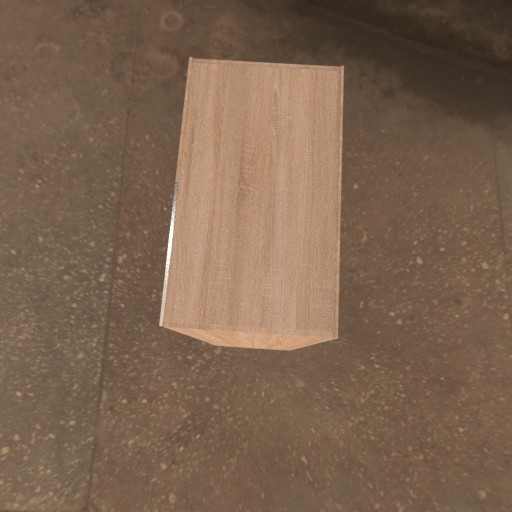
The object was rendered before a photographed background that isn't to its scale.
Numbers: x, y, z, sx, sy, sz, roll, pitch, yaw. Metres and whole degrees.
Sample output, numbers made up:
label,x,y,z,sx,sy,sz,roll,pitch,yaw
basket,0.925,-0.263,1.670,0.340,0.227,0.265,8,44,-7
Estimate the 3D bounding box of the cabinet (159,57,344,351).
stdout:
label,x,y,z,sx,sy,sz,roll,pitch,yaw
cabinet,0.000,0.000,2.569,0.590,2.121,1.001,4,77,1
